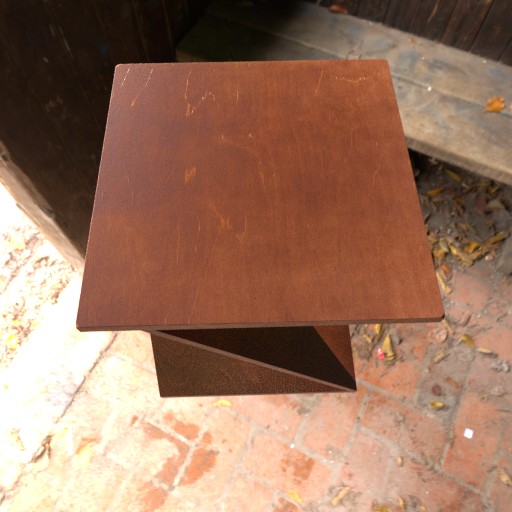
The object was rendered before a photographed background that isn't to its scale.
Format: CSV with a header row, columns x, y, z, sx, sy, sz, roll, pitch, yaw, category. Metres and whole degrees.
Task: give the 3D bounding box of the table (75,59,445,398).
x,y,z,sx,sy,sz,roll,pitch,yaw,category
0.000,0.000,0.837,0.427,0.520,0.427,-1,64,-1,table
